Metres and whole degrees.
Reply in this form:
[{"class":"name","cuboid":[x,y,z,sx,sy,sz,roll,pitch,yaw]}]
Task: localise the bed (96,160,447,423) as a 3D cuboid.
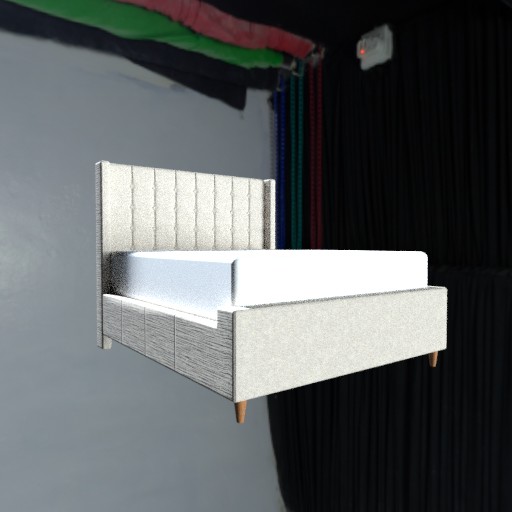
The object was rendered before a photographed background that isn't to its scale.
[{"class":"bed","cuboid":[0.000,0.000,3.864,2.045,1.743,2.370,-1,2,-36]}]
